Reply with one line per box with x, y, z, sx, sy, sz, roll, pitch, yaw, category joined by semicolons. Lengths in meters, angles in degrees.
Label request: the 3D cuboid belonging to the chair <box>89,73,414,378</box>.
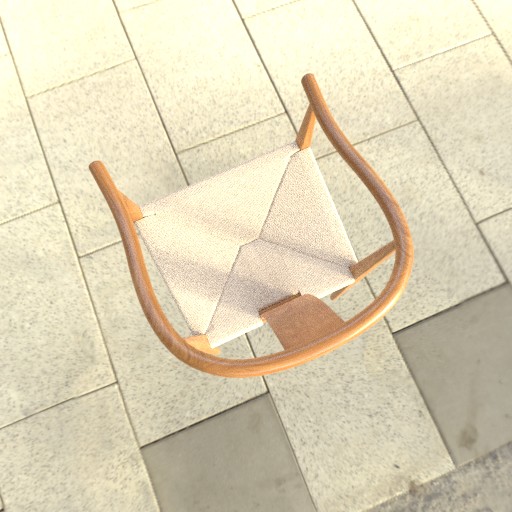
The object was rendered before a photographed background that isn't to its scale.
0.000;0.000;1.200;0.556;0.800;0.579;-24;78;-5;chair
